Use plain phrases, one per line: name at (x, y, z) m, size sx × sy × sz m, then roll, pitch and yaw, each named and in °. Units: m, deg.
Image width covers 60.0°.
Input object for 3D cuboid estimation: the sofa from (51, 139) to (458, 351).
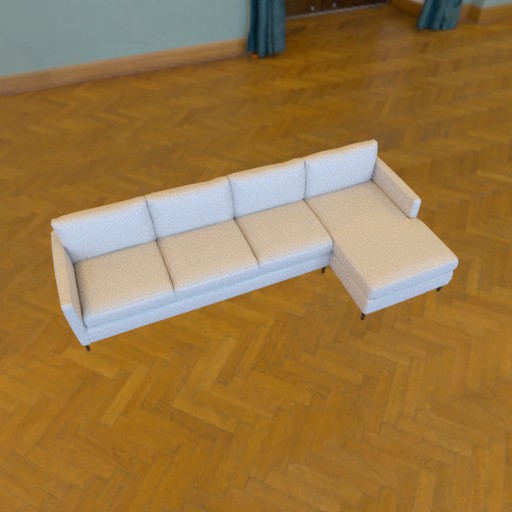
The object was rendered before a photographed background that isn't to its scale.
sofa at (0.000, 0.000, 3.262) m, size 2.731 × 0.755 × 1.258 m, roll -17°, pitch 50°, yaw -15°
